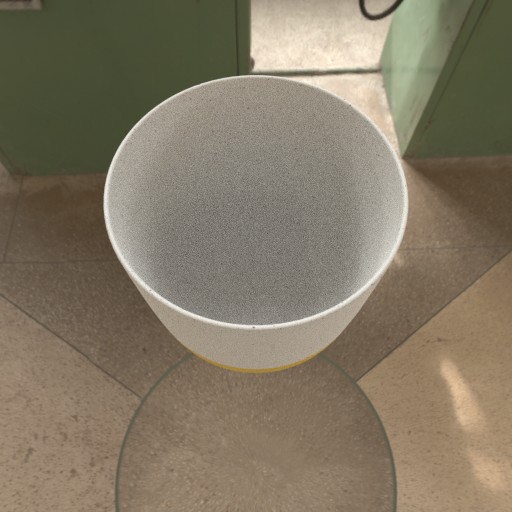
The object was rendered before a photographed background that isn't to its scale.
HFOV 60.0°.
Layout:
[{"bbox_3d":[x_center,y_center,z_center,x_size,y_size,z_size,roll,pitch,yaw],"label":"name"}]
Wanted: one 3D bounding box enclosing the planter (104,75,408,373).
[{"bbox_3d":[0.000,0.000,0.381,0.195,0.214,0.195,0,64,0],"label":"planter"}]
